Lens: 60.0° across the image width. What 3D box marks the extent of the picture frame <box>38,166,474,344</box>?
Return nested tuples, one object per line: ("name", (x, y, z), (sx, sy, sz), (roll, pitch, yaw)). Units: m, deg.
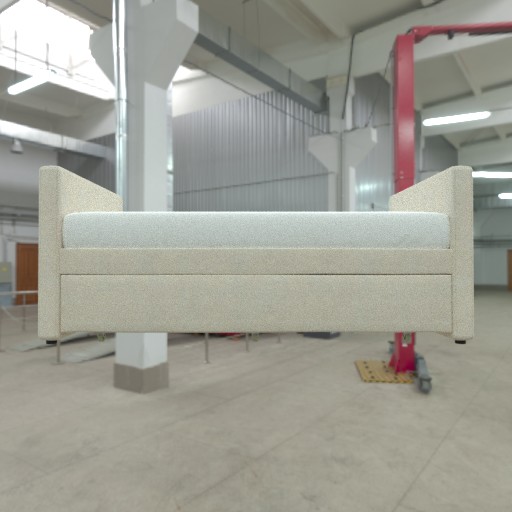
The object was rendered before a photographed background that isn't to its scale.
("picture frame", (0.000, 0.000, 2.720), (2.161, 0.891, 1.069), (0, -1, 0))
